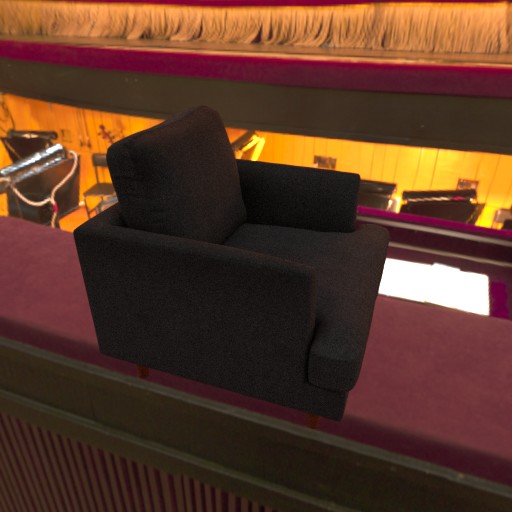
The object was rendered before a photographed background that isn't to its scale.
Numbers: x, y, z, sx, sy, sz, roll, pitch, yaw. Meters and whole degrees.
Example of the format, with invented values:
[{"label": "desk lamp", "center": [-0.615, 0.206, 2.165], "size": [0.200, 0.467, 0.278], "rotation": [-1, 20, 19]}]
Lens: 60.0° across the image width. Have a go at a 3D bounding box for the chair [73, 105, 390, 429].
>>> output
[{"label": "chair", "center": [0.000, 0.000, 1.642], "size": [0.899, 0.957, 0.858], "rotation": [10, 31, 17]}]
